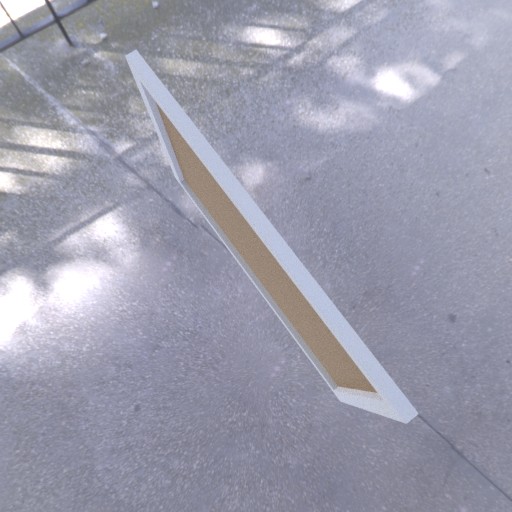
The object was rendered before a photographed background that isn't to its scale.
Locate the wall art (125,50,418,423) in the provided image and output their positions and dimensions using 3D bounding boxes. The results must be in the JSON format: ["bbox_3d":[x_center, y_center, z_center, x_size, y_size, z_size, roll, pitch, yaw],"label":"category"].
[{"bbox_3d":[0.000,0.000,1.440,0.038,0.767,1.144,-35,78,-9],"label":"wall art"}]
